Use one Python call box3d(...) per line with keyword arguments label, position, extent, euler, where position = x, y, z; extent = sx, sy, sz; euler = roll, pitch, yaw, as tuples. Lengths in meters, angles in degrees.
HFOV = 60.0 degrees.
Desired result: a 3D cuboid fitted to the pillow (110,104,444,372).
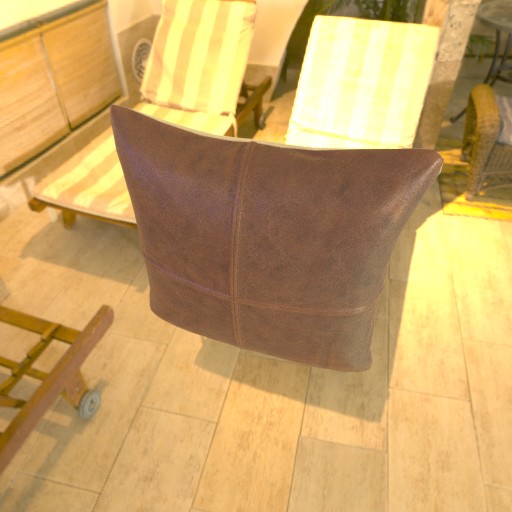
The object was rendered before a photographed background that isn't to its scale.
box3d(label="pillow", position=(0.000, 0.000, 0.747), extent=(0.484, 0.470, 0.192), euler=(13, 44, 14))
